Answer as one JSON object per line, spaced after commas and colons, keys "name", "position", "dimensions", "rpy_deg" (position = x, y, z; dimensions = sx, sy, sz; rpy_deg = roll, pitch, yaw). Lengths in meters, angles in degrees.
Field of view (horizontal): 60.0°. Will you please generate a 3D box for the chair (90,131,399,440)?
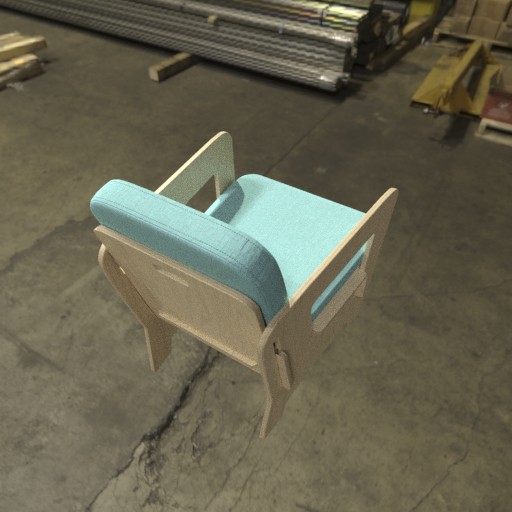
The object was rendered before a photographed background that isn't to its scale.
{"name": "chair", "position": [0.000, 0.000, 1.298], "dimensions": [0.590, 0.800, 0.710], "rpy_deg": [24, 50, 22]}
